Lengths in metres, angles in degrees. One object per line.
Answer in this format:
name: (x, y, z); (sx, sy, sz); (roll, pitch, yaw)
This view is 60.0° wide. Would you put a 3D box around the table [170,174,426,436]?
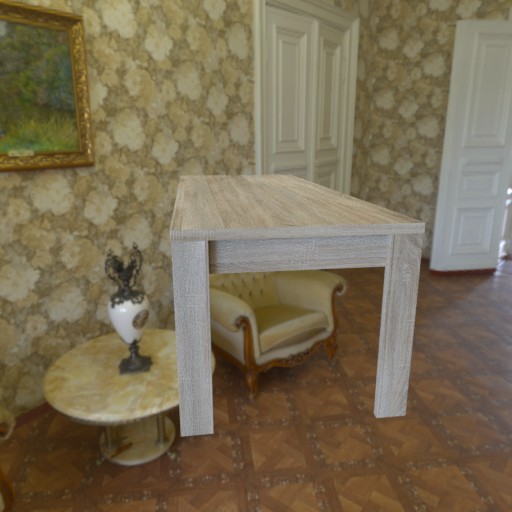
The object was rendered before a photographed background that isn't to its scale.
table: (0.000, 0.000, 2.673); (0.900, 0.790, 2.200); (-2, 15, -8)
